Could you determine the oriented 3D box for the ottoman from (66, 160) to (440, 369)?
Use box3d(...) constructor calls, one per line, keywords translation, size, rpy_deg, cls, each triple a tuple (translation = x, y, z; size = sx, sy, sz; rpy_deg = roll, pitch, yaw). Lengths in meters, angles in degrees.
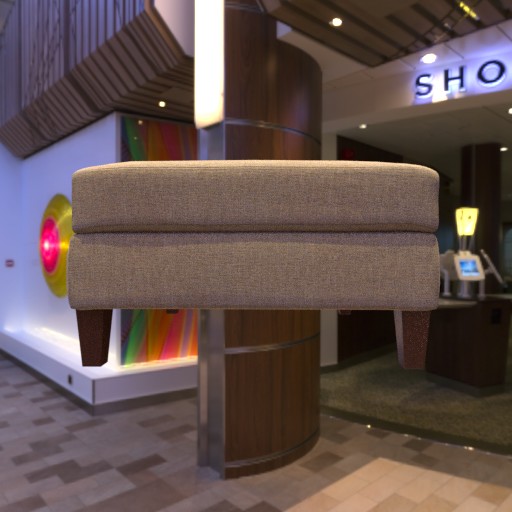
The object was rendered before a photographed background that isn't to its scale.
box3d(translation=(0.000, 0.000, 1.436), size=(0.836, 0.492, 0.976), rpy_deg=(0, 1, 1), cls="ottoman")
